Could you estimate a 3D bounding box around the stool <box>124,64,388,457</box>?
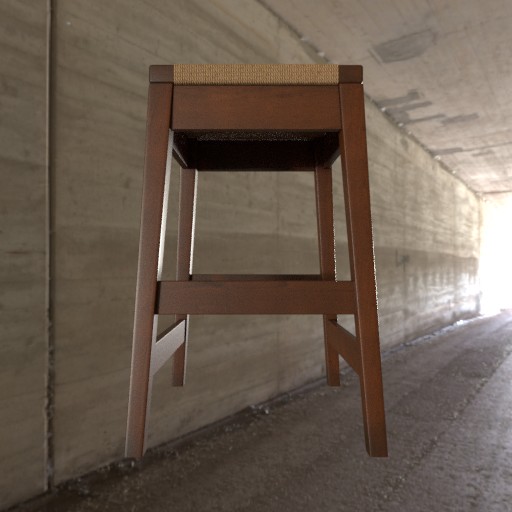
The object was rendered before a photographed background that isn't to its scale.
[{"bbox_3d":[0.000,0.000,1.090,0.497,0.762,0.507,0,-1,0],"label":"stool"}]
